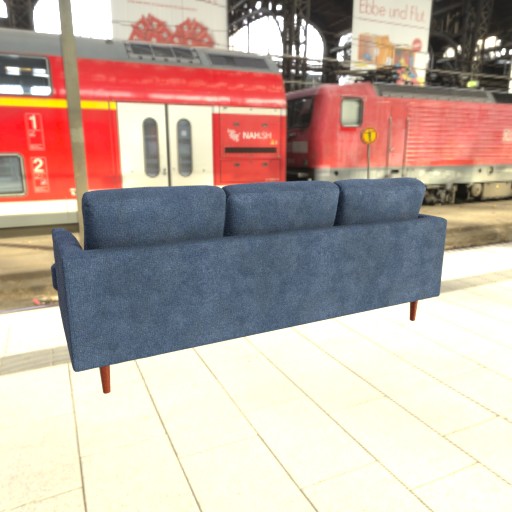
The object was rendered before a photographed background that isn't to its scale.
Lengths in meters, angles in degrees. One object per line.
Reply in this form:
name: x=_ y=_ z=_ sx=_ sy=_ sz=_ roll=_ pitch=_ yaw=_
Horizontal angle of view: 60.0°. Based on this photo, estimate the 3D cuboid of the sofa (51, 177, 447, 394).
sofa: x=0.000 y=0.000 z=2.695 sx=2.246 sy=0.930 sz=0.903 roll=-7 pitch=15 yaw=-26
